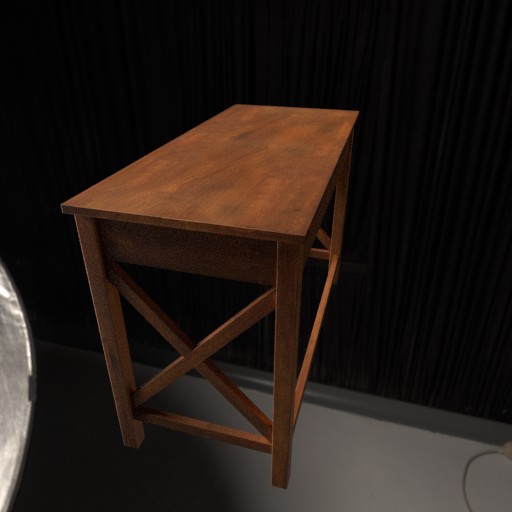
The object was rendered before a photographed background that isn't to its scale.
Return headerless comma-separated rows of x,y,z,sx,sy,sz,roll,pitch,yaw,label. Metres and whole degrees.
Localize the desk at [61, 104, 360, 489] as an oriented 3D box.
0.000,0.000,1.493,0.508,0.762,1.117,8,30,14,desk
